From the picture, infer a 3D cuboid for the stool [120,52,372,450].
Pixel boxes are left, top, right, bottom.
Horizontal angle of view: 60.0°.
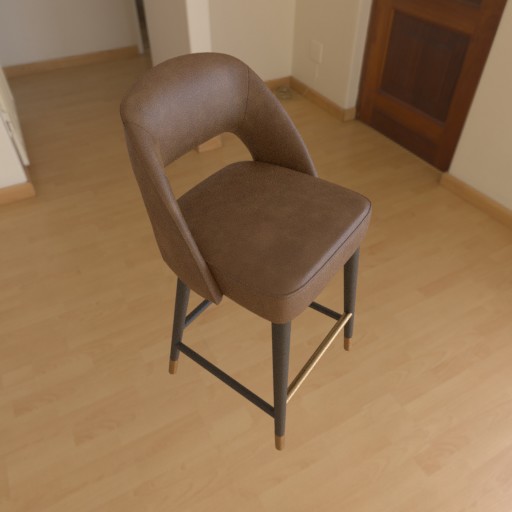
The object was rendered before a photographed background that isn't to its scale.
[{"bbox_3d":[0.000,0.000,1.212,0.509,0.940,0.494,26,49,26],"label":"stool"}]
